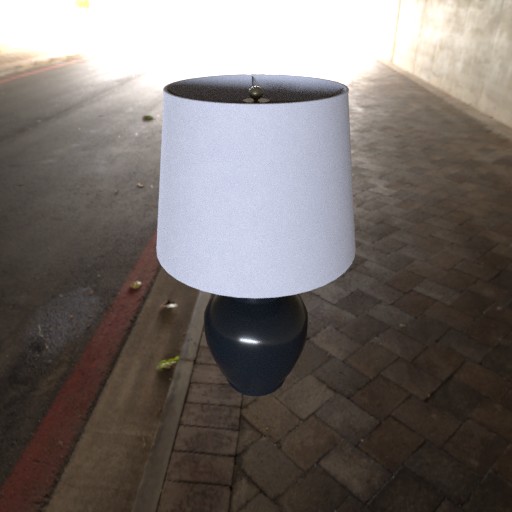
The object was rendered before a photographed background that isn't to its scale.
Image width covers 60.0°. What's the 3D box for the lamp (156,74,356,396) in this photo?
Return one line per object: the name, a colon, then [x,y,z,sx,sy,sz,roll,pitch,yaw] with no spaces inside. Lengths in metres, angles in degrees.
lamp: [0.000,0.000,0.553,0.239,0.399,0.239,0,29,0]
